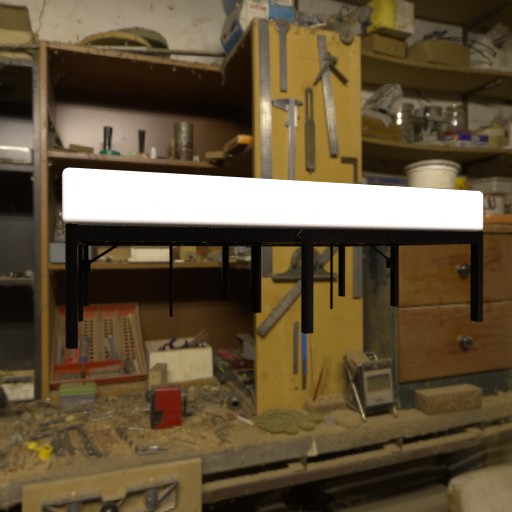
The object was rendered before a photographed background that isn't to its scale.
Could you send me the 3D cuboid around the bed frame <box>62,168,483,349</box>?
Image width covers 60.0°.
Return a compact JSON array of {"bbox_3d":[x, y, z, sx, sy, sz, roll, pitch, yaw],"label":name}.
[{"bbox_3d":[0.000,0.000,2.568,1.956,0.659,1.408,0,1,-19],"label":"bed frame"}]
